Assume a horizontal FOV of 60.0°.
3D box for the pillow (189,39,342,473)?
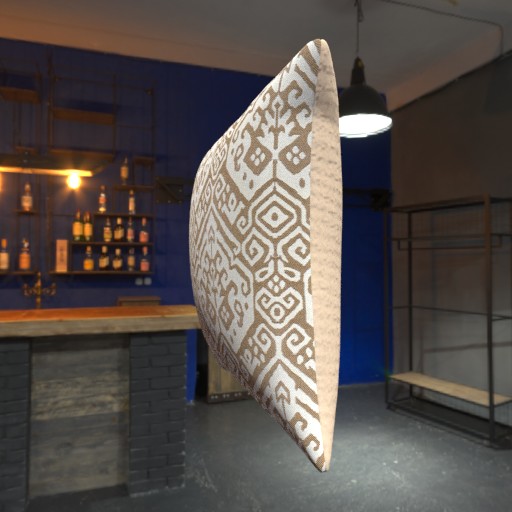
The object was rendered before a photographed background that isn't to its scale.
[{"bbox_3d":[0.000,0.000,0.612,0.173,0.407,0.419,0,0,-18],"label":"pillow"}]
